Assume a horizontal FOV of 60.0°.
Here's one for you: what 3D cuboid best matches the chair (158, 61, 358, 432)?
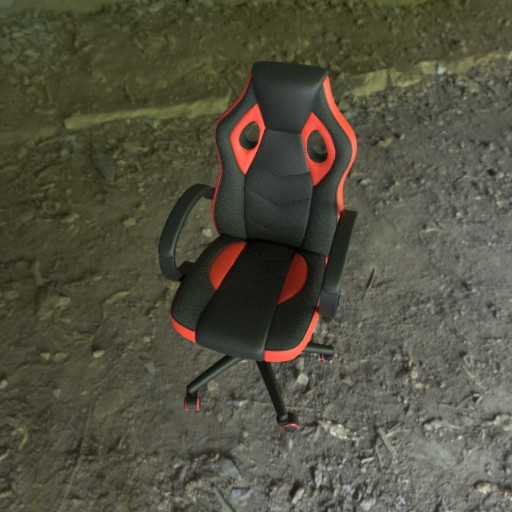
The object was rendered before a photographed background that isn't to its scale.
[{"bbox_3d":[0.000,0.000,1.409,0.600,1.016,0.642,12,43,13],"label":"chair"}]
